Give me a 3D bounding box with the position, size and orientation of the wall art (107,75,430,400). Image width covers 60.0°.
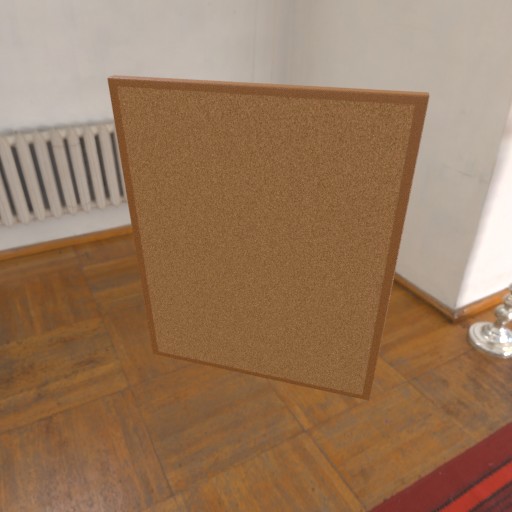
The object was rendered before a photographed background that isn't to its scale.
[{"bbox_3d":[0.000,0.000,0.753,0.452,0.553,0.022,9,33,14],"label":"wall art"}]
